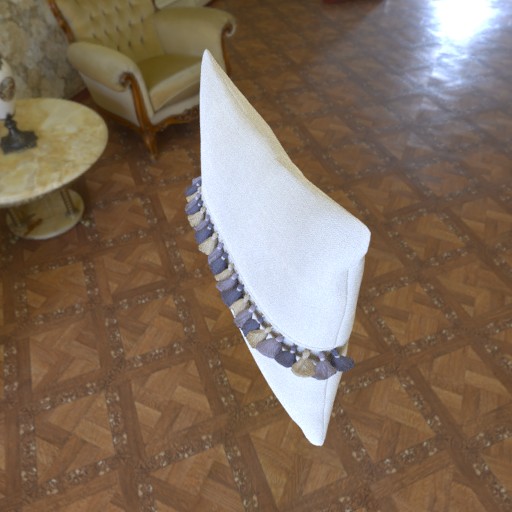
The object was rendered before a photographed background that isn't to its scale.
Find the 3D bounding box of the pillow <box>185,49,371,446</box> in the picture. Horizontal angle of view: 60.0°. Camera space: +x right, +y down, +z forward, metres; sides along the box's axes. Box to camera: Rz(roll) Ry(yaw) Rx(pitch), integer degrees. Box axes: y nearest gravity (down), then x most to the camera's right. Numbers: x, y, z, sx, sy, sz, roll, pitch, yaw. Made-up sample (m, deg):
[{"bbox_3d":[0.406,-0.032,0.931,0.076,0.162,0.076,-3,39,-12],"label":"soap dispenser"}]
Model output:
[{"bbox_3d":[0.000,0.000,0.716,0.165,0.481,0.489,-17,48,-16],"label":"pillow"}]
